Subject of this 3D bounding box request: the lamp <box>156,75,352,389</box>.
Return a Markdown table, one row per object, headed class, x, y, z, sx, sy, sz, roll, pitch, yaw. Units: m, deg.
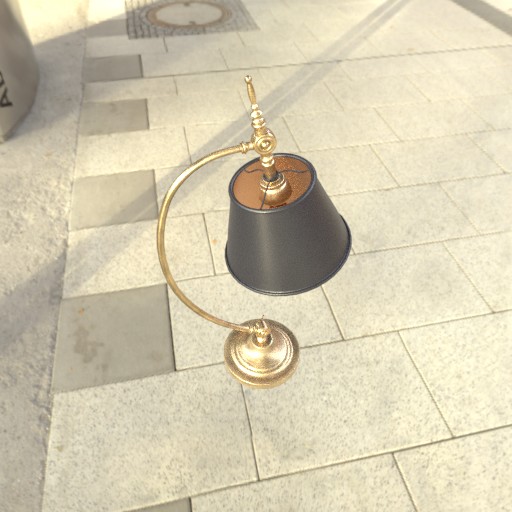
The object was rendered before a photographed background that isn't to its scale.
| class | x | y | z | sx | sy | sz | roll | pitch | yaw |
| --- | --- | --- | --- | --- | --- | --- | --- | --- | --- |
| lamp | 0.000 | 0.000 | 0.816 | 0.344 | 0.675 | 0.235 | -10 | 47 | -10 |
